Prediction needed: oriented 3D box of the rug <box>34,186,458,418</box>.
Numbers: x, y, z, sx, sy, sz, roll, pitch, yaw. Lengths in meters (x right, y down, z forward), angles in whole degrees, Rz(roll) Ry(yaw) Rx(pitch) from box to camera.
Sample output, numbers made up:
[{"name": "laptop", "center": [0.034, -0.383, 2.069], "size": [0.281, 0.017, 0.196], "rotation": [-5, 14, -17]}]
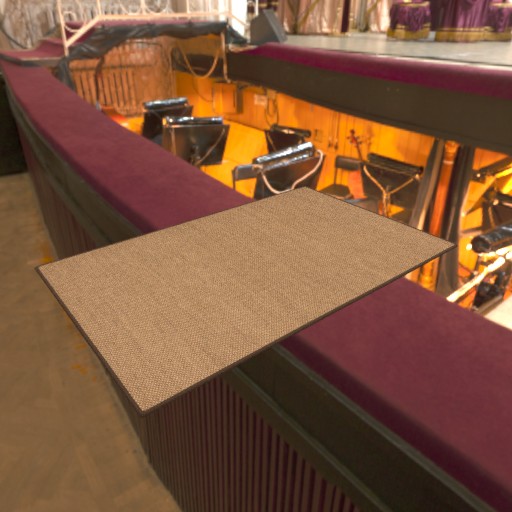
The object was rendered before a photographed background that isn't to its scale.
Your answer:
[{"name": "rug", "center": [0.000, 0.000, 2.061], "size": [1.676, 0.013, 1.067], "rotation": [-21, 35, -33]}]
